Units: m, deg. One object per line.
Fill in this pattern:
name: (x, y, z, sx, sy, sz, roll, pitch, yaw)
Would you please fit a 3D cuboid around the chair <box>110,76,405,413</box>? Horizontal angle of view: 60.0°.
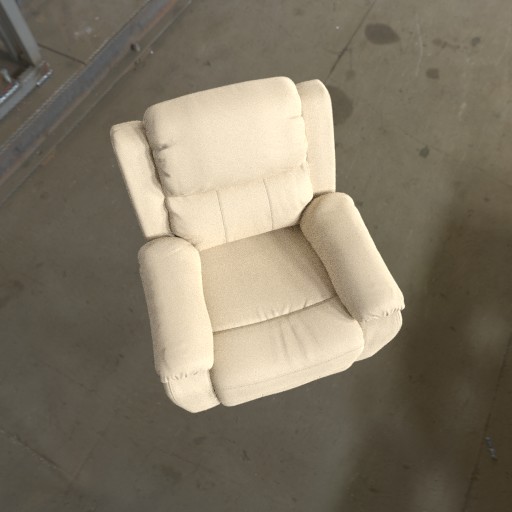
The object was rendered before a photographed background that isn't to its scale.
chair: (0.000, 0.000, 1.287, 0.680, 0.702, 0.709, -16, 65, -8)
